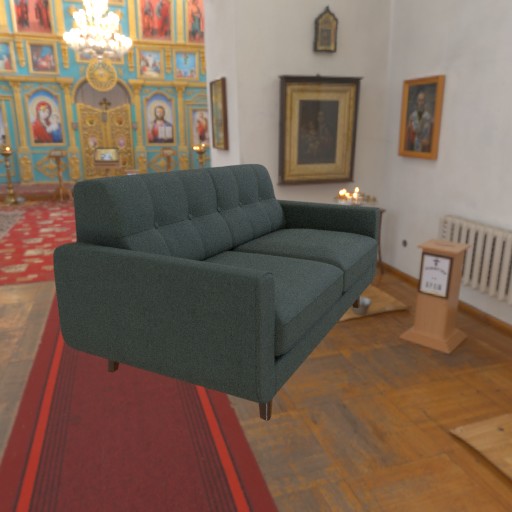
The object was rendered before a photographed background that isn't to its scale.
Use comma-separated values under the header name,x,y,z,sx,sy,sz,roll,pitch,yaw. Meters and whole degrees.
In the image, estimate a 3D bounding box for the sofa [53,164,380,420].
name,x,y,z,sx,sy,sz,roll,pitch,yaw
sofa,0.000,0.000,2.200,0.909,0.841,1.631,7,16,26
